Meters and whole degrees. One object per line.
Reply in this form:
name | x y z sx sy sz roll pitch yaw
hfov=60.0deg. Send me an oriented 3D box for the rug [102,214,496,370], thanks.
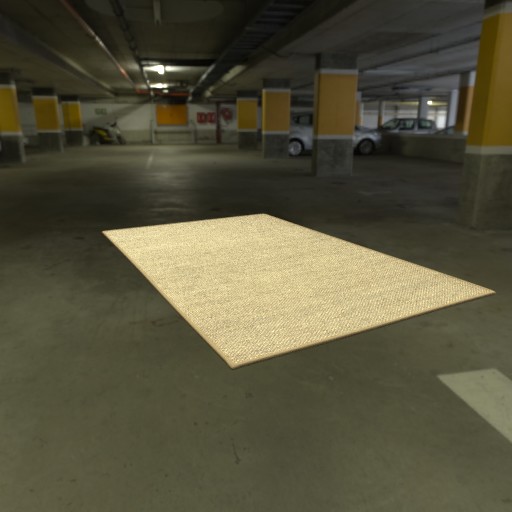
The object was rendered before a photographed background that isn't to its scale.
rug | 0.000 0.000 2.041 1.062 0.013 1.667 -9 19 -28
